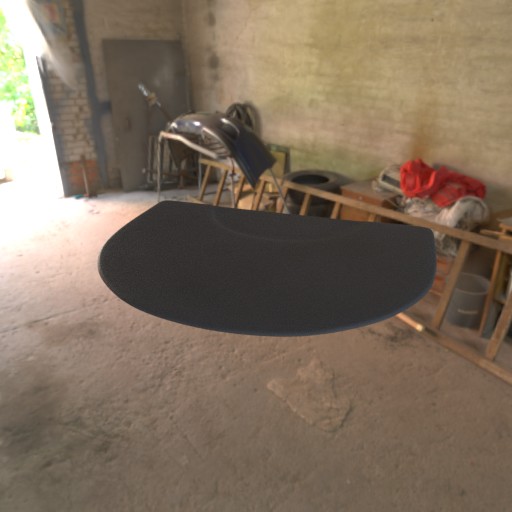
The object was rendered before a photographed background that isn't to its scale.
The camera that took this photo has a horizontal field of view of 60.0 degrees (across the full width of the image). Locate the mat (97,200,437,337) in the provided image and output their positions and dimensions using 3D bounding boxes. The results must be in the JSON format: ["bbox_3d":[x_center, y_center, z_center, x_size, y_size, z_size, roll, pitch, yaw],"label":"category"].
[{"bbox_3d":[0.000,0.000,1.564,1.220,0.016,0.917,8,27,15],"label":"mat"}]
